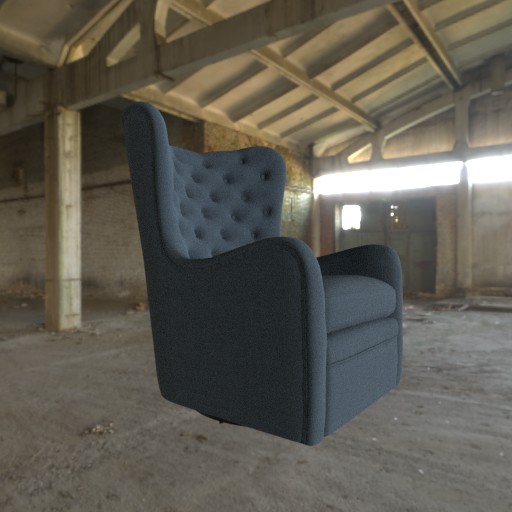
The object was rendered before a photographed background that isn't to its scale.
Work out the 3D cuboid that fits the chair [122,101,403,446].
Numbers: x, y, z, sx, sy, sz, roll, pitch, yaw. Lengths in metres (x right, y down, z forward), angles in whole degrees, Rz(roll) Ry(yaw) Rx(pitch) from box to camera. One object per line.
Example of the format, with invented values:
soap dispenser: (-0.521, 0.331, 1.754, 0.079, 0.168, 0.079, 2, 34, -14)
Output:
chair: (0.000, 0.000, 1.734, 0.930, 1.079, 0.831, 0, 0, 35)
